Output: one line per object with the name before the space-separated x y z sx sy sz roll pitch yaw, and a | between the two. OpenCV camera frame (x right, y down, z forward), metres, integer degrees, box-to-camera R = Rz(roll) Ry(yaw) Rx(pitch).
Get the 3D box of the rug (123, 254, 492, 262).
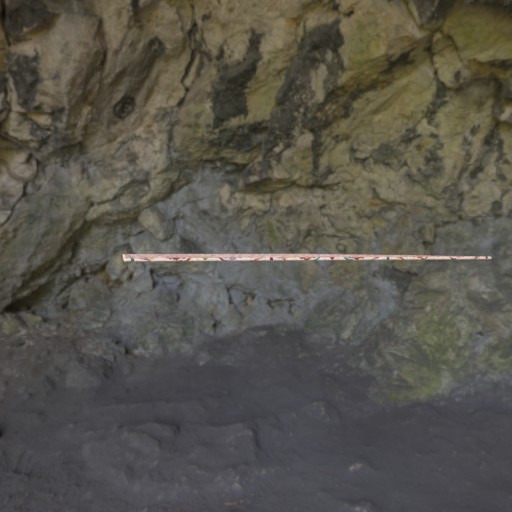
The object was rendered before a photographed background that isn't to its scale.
rug | 0.000 0.000 4.245 2.446 0.020 3.215 0 1 -17
